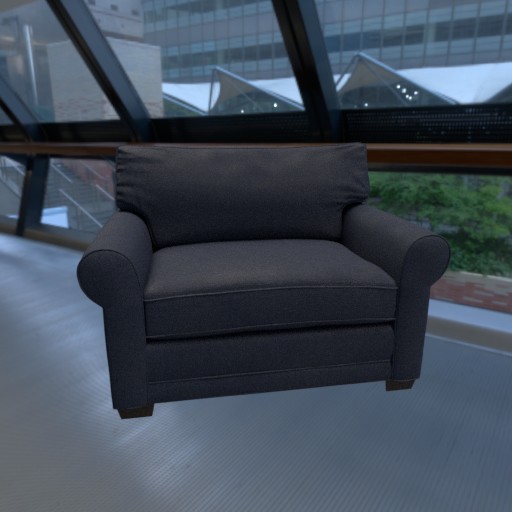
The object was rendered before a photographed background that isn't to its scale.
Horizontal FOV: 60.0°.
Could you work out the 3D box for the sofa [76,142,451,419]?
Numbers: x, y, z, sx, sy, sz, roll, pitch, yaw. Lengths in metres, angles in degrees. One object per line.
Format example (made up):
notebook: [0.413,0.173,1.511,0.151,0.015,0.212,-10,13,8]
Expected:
sofa: [0.000,0.000,2.067,1.405,1.004,0.938,-3,16,-10]
